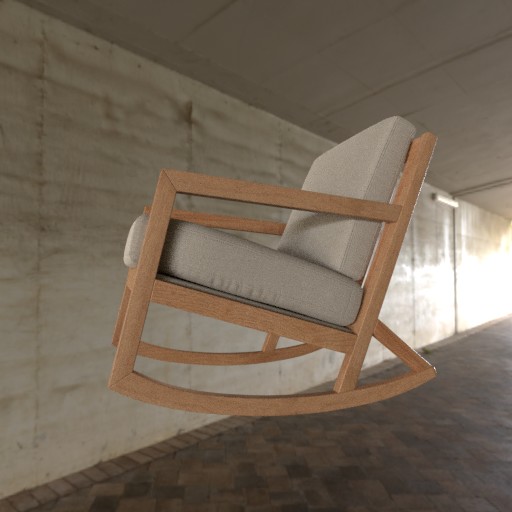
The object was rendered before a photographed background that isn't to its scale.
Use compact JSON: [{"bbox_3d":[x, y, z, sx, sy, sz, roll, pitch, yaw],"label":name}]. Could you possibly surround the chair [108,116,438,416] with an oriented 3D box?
[{"bbox_3d":[0.000,0.000,1.379,0.857,0.790,0.622,1,-2,-17],"label":"chair"}]
